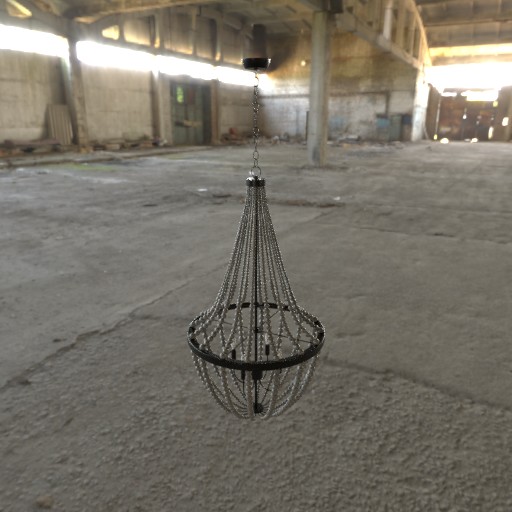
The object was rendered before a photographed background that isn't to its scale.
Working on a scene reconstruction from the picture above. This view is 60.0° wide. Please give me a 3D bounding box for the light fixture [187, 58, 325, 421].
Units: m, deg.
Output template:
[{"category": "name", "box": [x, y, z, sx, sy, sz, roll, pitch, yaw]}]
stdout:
[{"category": "light fixture", "box": [0.000, 0.000, 1.388, 0.450, 1.133, 0.450, 0, 17, 0]}]
